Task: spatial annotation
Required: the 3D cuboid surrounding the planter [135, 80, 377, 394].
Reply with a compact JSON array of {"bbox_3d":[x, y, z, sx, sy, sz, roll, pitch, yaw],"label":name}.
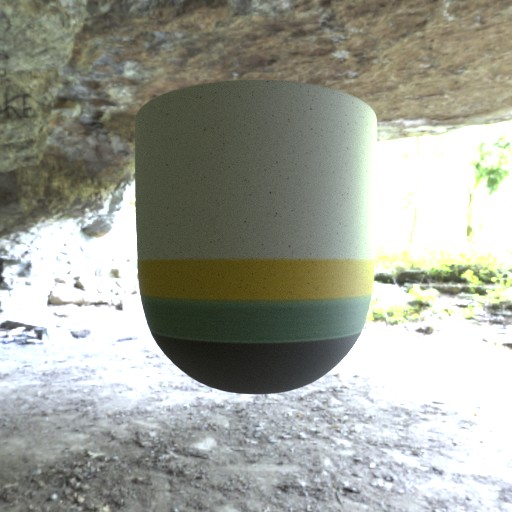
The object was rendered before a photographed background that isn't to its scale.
[{"bbox_3d":[0.000,0.000,0.368,0.195,0.214,0.195,0,-1,0],"label":"planter"}]
